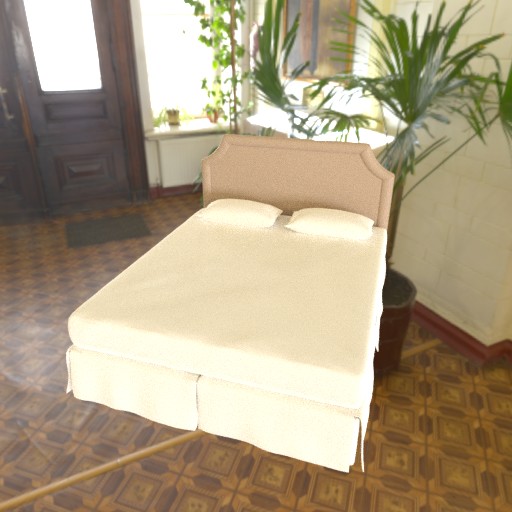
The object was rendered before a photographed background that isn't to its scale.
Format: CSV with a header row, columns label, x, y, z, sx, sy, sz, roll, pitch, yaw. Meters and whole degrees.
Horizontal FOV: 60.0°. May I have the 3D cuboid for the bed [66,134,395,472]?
label,x,y,z,sx,sy,sz,roll,pitch,yaw
bed,0.000,0.000,4.027,2.350,1.590,2.773,8,27,16
